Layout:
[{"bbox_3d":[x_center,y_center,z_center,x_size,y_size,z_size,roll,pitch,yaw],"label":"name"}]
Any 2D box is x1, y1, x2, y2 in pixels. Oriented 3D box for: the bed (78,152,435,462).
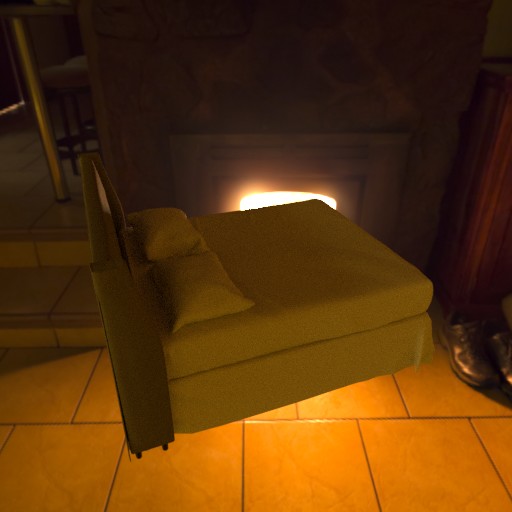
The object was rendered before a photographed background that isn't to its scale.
[{"bbox_3d":[0.000,0.000,3.348,2.276,1.332,1.925,-11,31,-18],"label":"bed"}]
